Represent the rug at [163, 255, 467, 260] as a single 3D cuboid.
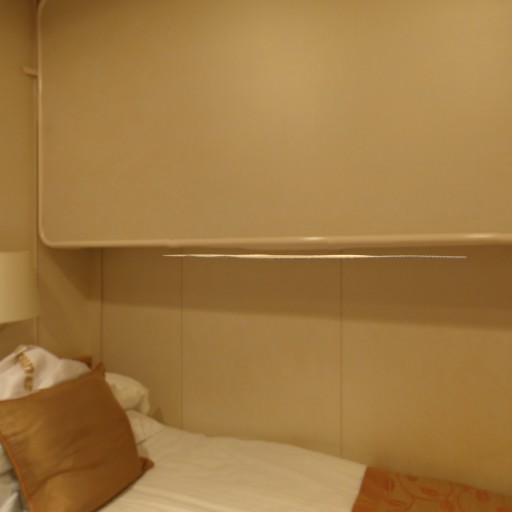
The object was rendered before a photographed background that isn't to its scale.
[{"bbox_3d":[0.000,0.000,2.640,0.762,0.013,2.439,0,0,-20],"label":"rug"}]
